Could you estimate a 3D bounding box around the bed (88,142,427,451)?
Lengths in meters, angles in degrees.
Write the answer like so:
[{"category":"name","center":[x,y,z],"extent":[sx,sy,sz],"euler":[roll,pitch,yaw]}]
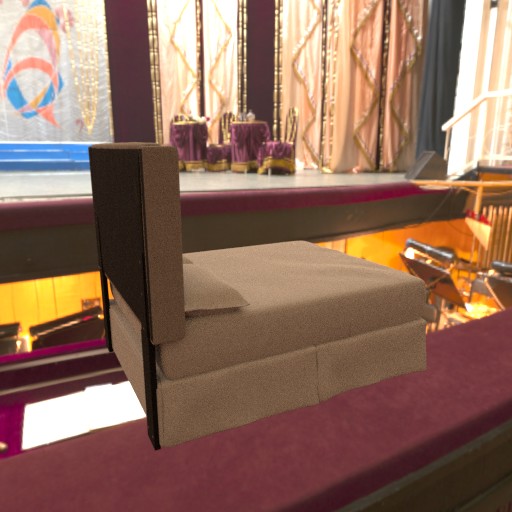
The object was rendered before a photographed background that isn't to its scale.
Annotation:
[{"category":"bed","center":[0.000,0.000,3.378],"extent":[2.066,1.665,1.719],"euler":[-7,16,-27]}]
